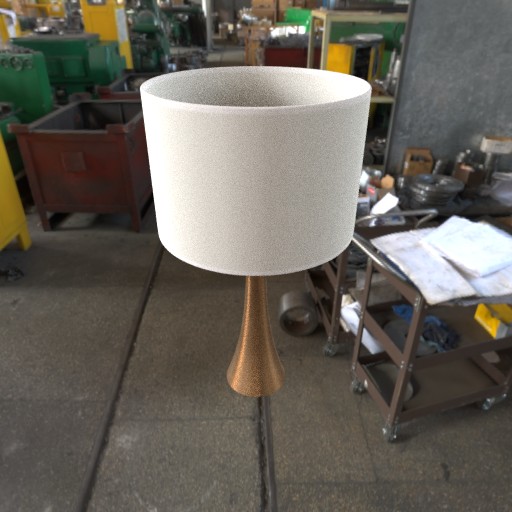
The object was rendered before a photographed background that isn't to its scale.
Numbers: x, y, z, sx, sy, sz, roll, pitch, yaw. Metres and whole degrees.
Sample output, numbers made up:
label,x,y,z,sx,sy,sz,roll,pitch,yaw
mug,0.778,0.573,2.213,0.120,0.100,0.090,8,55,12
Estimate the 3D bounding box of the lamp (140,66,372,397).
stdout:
label,x,y,z,sx,sy,sz,roll,pitch,yaw
lamp,0.000,0.000,0.648,0.268,0.479,0.268,-20,36,-30
